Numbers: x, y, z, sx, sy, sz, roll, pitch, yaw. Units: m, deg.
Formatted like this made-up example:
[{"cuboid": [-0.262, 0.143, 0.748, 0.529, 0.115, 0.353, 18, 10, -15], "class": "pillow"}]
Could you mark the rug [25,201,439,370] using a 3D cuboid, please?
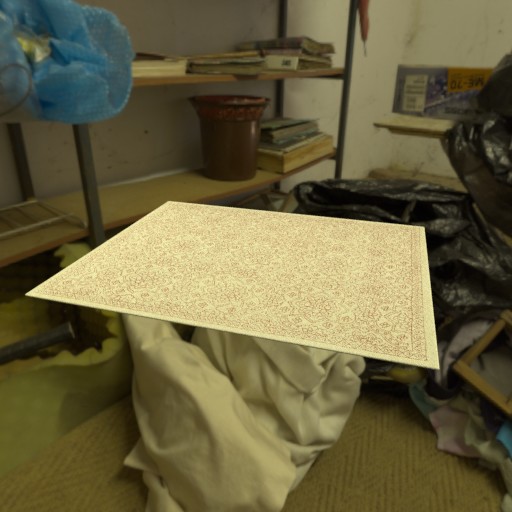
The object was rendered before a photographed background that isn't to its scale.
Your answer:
[{"cuboid": [0.000, 0.000, 4.125, 3.050, 0.015, 2.441, 7, 26, 15], "class": "rug"}]
